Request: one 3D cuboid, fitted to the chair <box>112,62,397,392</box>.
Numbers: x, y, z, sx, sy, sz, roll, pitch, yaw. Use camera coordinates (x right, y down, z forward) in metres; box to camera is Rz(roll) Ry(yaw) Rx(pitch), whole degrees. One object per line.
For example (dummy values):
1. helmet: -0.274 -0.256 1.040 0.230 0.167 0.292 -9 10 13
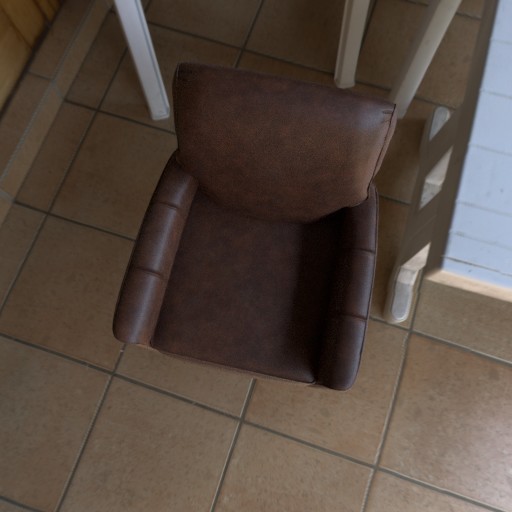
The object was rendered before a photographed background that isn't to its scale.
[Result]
1. chair: 0.000 0.000 1.624 0.839 1.010 0.850 12 75 3
